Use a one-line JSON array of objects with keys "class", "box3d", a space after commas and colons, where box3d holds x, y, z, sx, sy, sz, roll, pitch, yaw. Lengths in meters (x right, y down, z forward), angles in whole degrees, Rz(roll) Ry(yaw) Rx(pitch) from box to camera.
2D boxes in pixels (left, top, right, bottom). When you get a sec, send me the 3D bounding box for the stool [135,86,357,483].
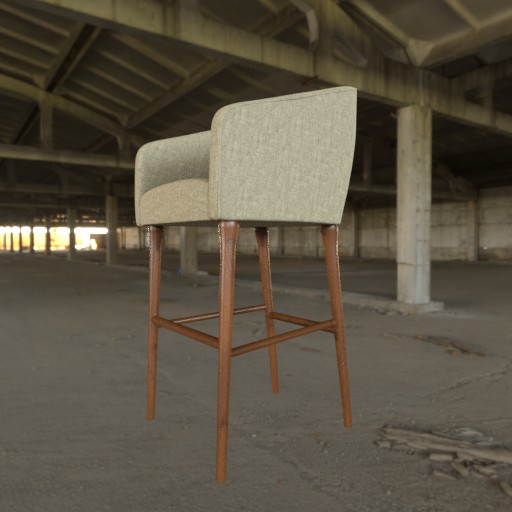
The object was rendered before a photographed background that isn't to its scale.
[{"class": "stool", "box3d": [0.000, 0.000, 1.403, 0.607, 1.078, 0.559, -1, 3, -35]}]
